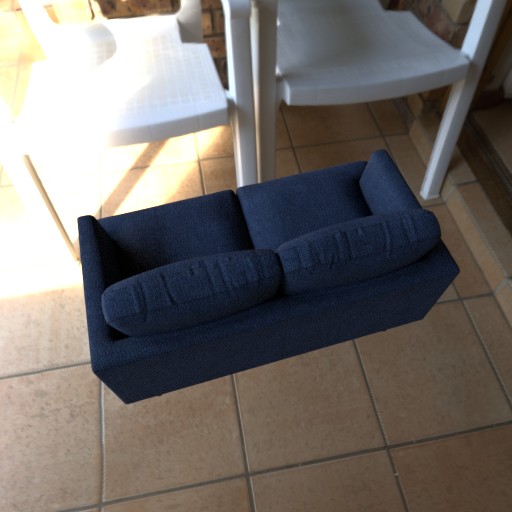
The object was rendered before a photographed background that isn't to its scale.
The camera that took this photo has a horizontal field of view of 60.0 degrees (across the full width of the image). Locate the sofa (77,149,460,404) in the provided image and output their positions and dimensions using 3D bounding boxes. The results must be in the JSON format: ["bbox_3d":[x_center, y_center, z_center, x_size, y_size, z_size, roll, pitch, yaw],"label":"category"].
[{"bbox_3d":[0.000,0.000,2.168,1.582,0.944,0.903,-14,59,-8],"label":"sofa"}]
